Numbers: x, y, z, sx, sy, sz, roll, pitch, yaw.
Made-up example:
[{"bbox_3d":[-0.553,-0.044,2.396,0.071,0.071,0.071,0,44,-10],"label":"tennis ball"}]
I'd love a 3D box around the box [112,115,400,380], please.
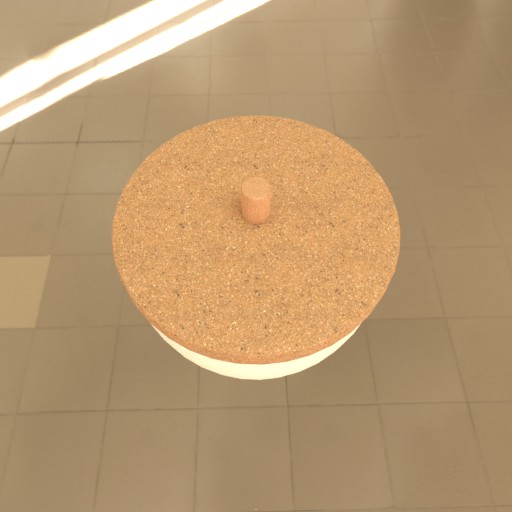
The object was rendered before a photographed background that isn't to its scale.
[{"bbox_3d":[0.000,0.000,0.191,0.107,0.094,0.107,0,60,0],"label":"box"}]
